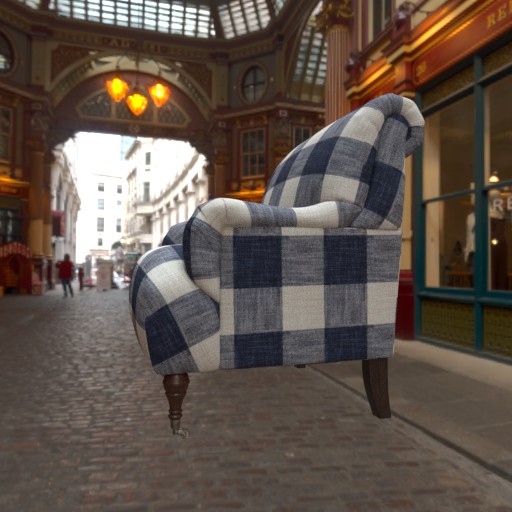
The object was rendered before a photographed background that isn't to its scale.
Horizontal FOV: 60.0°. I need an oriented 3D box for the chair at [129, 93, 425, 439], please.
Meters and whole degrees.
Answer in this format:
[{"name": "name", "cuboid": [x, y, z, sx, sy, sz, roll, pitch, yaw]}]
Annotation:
[{"name": "chair", "cuboid": [0.000, 0.000, 1.539, 0.848, 0.953, 0.781, 0, -1, -16]}]
